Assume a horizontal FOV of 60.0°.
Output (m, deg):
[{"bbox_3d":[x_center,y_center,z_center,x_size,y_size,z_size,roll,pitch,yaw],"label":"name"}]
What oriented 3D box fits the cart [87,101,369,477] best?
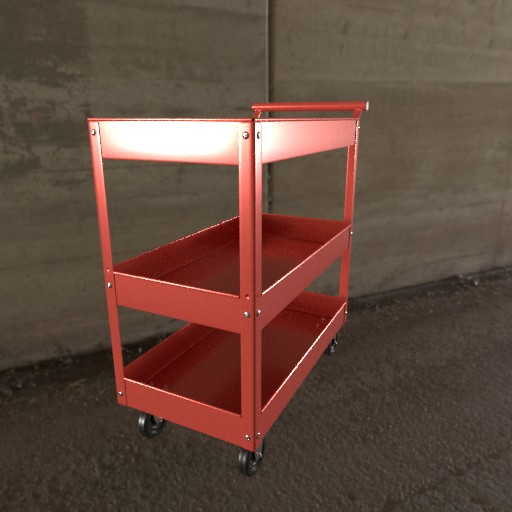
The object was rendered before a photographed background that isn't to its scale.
[{"bbox_3d":[0.000,0.000,1.158,0.366,0.780,0.719,8,19,25],"label":"cart"}]
